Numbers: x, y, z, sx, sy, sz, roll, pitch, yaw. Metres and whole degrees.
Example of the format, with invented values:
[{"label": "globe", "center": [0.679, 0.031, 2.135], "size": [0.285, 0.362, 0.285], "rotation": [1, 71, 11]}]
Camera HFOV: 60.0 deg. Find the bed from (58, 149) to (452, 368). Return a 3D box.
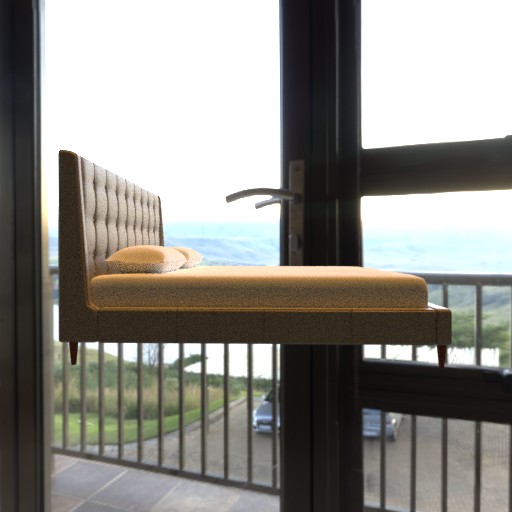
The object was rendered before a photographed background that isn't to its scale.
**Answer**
[{"label": "bed", "center": [0.000, 0.000, 3.621], "size": [2.342, 1.289, 2.062], "rotation": [0, 0, 2]}]
